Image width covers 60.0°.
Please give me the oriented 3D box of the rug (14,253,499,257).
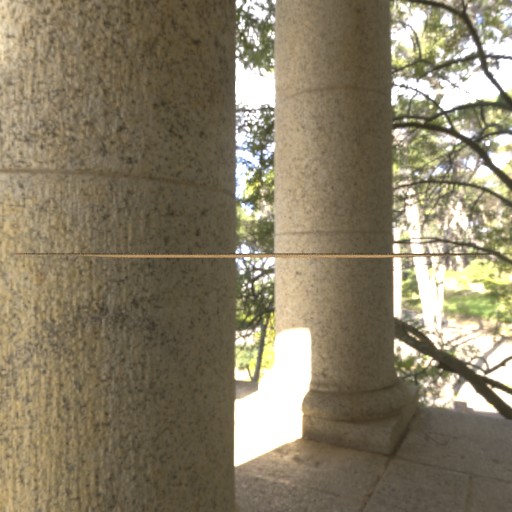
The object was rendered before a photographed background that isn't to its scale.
[{"bbox_3d":[0.000,0.000,2.951,2.435,0.006,1.521,0,-1,-1],"label":"rug"}]
